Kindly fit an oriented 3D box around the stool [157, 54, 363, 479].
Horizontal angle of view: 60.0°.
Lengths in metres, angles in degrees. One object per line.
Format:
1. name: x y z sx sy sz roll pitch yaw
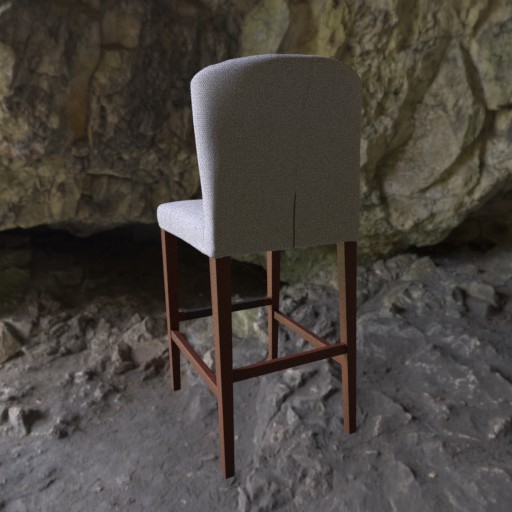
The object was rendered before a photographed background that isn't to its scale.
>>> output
1. stool: 0.000 0.000 1.372 0.481 1.069 0.568 -7 16 -26
